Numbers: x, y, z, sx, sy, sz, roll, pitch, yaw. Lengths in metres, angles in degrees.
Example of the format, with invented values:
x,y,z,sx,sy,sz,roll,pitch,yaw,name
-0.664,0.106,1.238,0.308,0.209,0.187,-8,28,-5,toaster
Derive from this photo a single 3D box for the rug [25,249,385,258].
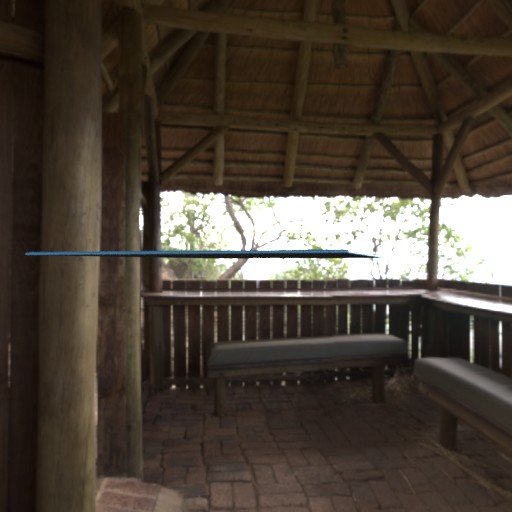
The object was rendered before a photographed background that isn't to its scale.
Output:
x,y,z,sx,sy,sz,roll,pitch,yaw,name
0.000,0.000,3.537,1.830,0.018,2.769,0,-1,19,rug
